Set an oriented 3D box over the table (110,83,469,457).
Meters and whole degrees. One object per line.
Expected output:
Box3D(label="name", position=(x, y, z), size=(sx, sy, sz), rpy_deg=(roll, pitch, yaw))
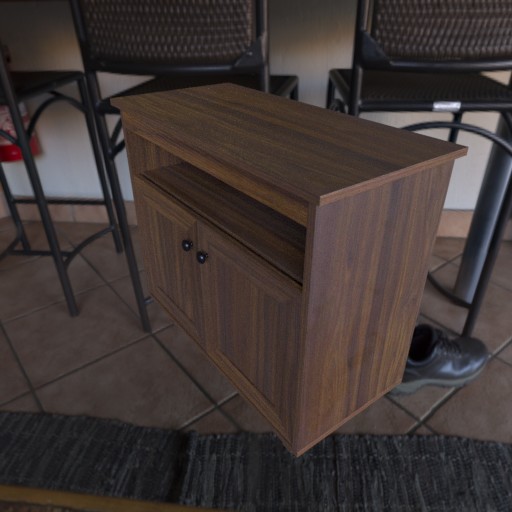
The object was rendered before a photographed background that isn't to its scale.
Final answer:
Box3D(label="table", position=(0.000, 0.000, 1.188), size=(0.390, 0.725, 0.802), rpy_deg=(-21, 37, -31))
